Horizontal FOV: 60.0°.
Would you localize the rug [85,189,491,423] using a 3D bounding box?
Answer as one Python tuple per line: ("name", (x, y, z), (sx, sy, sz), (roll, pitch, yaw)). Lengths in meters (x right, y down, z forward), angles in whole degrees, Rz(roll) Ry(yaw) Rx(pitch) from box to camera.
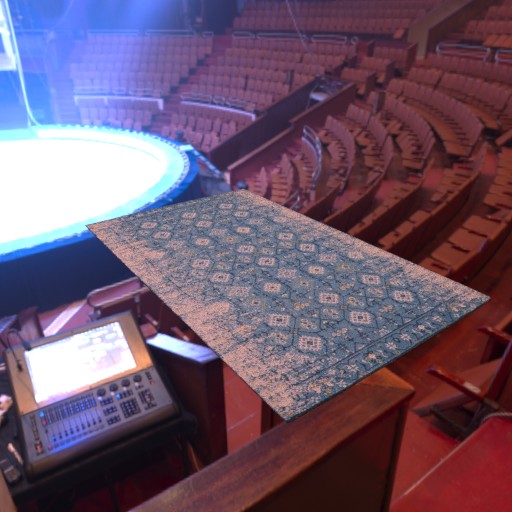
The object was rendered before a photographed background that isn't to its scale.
("rug", (0.000, 0.000, 2.166), (1.102, 0.008, 1.795), (-18, 32, -32))
